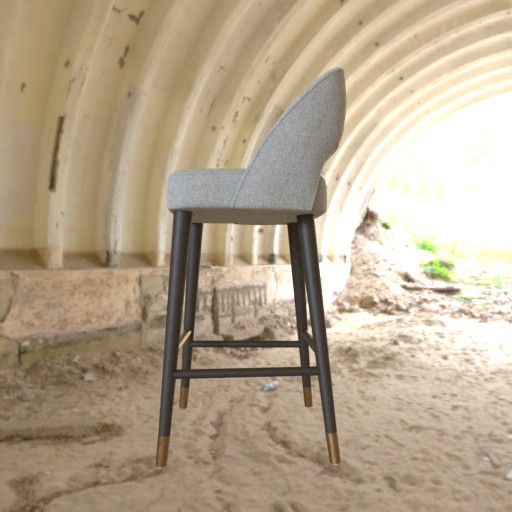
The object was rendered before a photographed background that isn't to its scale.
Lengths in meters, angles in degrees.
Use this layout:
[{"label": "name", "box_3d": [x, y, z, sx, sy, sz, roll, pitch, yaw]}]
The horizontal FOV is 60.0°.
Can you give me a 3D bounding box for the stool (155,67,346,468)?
[{"label": "stool", "box_3d": [0.000, 0.000, 1.314, 0.509, 1.037, 0.494, 0, 0, -2]}]
